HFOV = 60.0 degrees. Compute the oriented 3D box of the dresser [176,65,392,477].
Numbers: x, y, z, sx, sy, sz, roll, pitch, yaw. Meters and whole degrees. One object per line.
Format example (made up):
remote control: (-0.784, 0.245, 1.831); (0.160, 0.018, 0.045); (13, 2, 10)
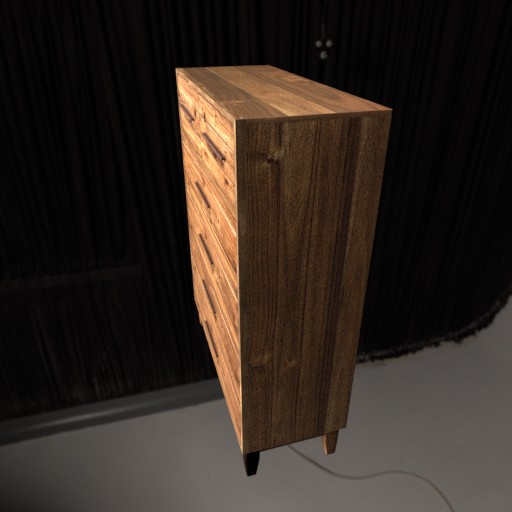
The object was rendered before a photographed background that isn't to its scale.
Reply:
dresser: (0.000, 0.000, 1.902); (0.442, 1.393, 1.062); (-8, 30, -14)
